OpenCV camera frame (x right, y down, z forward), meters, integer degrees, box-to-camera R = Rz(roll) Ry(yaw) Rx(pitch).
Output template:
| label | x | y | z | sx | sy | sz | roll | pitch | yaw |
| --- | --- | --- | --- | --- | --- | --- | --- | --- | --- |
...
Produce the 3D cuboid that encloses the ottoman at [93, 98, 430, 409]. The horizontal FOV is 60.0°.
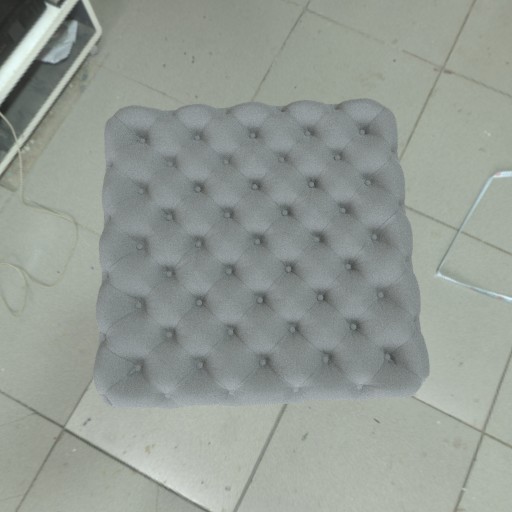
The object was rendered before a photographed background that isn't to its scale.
| label | x | y | z | sx | sy | sz | roll | pitch | yaw |
| --- | --- | --- | --- | --- | --- | --- | --- | --- | --- |
| ottoman | 0.000 | 0.000 | 1.439 | 0.917 | 0.439 | 0.911 | -2 | 76 | -1 |
